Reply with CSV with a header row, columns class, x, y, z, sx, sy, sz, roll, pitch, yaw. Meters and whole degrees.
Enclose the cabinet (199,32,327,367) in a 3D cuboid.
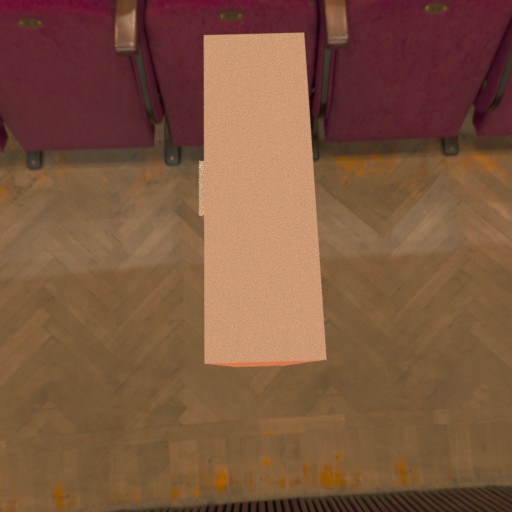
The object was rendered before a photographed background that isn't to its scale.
class,x,y,z,sx,sy,sz,roll,pitch,yaw
cabinet,0.000,0.000,1.569,0.250,1.280,0.750,-2,76,0
